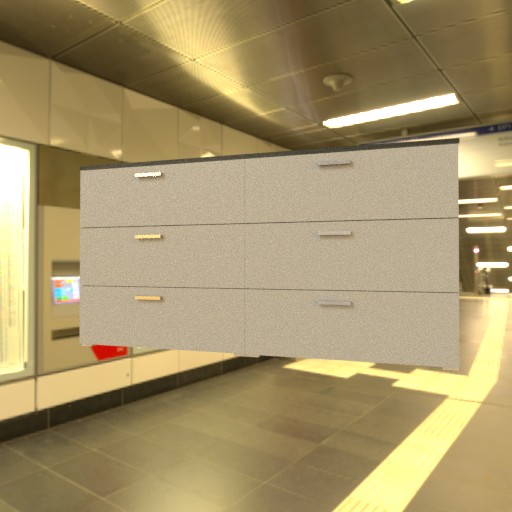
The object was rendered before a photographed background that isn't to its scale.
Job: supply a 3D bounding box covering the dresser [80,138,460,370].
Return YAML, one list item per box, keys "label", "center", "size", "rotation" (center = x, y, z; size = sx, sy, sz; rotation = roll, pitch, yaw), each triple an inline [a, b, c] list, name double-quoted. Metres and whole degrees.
- label: "dresser"
  center: [0.000, 0.000, 1.865]
  size: [1.535, 0.790, 0.333]
  rotation: [0, -1, 17]
